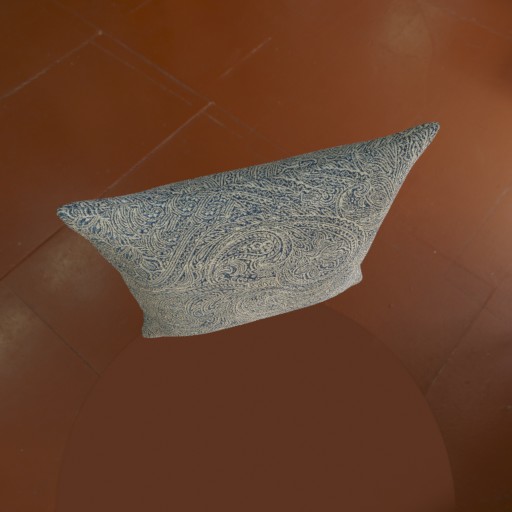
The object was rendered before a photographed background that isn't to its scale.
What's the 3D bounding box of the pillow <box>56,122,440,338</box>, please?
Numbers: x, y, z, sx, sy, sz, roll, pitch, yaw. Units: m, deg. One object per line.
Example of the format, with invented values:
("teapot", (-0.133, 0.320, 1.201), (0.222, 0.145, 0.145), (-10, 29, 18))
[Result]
("pillow", (0.000, 0.000, 0.796), (0.523, 0.510, 0.166), (-14, 65, -7))
